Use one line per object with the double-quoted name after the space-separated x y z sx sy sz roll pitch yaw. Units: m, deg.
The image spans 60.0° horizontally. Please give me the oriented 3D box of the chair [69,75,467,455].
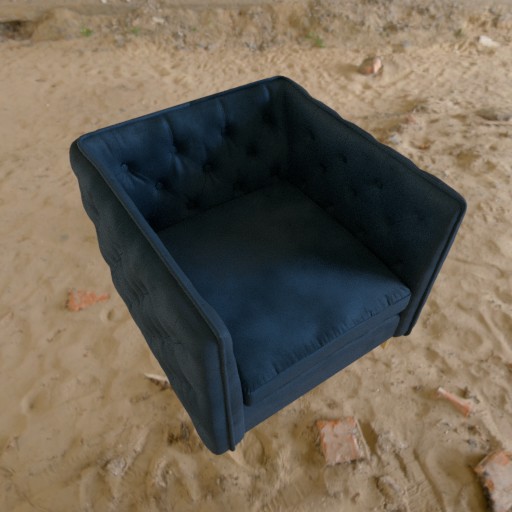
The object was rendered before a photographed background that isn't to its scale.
0.000 0.000 1.518 0.868 0.771 0.877 -26 52 -22 "chair"
